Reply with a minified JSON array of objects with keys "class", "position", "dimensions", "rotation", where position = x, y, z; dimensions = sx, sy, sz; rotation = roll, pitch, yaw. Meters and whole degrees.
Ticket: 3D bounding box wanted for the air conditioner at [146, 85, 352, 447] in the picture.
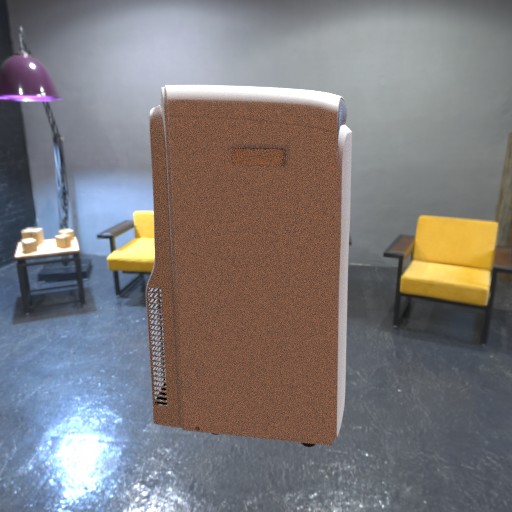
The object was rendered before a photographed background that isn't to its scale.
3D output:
[{"class":"air conditioner","position":[0.000,0.000,1.087],"dimensions":[0.467,0.765,0.478],"rotation":[3,17,11]}]
